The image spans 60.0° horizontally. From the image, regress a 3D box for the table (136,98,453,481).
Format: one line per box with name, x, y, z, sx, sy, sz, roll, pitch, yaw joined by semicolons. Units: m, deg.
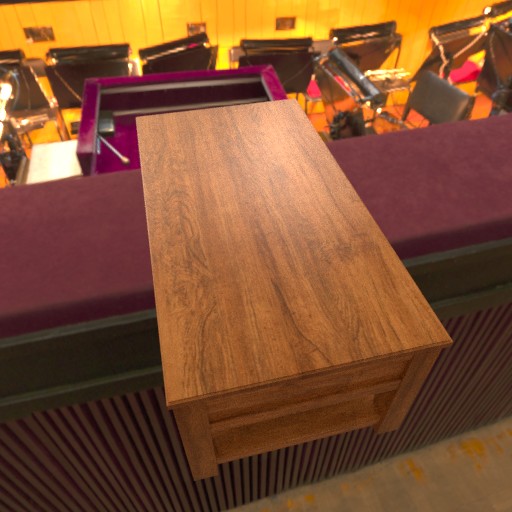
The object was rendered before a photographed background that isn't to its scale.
table;0.000;0.000;1.470;0.635;0.480;1.150;-10;47;-9
